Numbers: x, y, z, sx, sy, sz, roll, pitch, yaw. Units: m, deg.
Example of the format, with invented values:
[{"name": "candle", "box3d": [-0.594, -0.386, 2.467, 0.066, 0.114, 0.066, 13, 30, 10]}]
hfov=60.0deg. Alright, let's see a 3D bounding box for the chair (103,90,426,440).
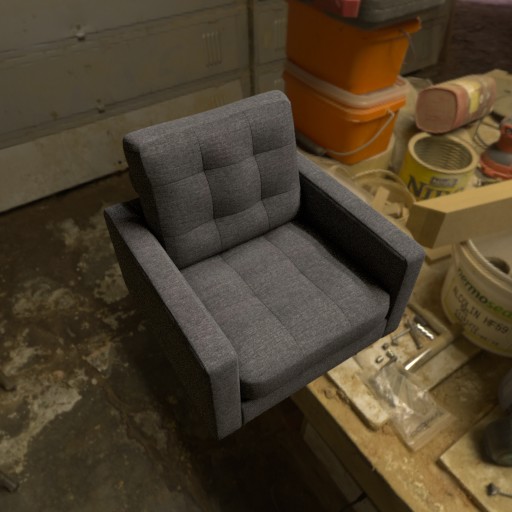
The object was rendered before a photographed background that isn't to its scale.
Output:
[{"name": "chair", "box3d": [0.000, 0.000, 1.594, 0.821, 0.880, 0.843, -25, 50, -22]}]
